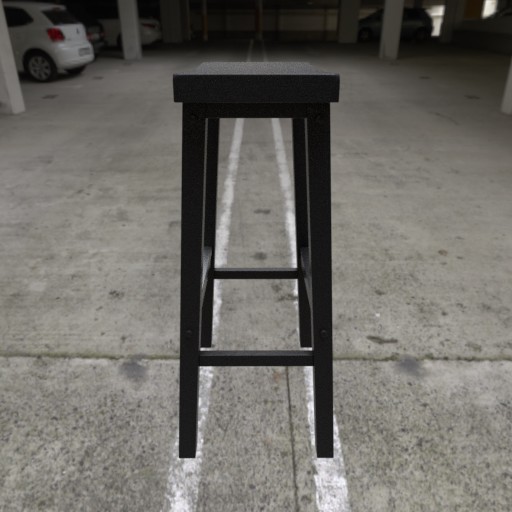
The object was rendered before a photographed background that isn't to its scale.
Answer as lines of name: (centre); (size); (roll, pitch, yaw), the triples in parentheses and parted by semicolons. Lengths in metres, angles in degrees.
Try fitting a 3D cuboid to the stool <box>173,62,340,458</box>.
stool: (0.000, 0.000, 0.943); (0.322, 0.742, 0.406); (0, 26, 0)
